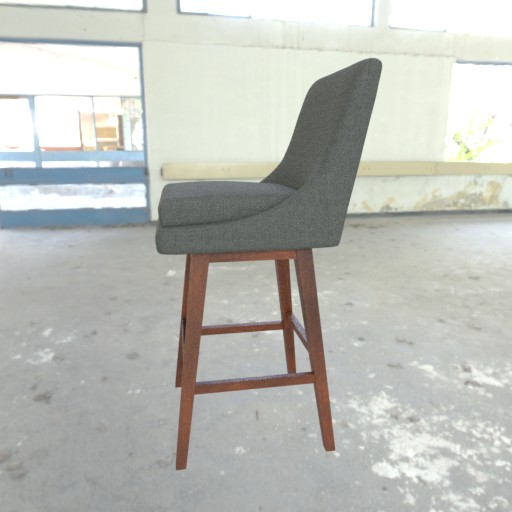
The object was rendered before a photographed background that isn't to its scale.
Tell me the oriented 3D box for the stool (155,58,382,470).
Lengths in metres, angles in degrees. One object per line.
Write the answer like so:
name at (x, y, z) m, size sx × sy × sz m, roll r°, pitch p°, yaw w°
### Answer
stool at (0.000, 0.000, 1.230) m, size 0.524 × 0.977 × 0.447 m, roll -3°, pitch 15°, yaw -10°
